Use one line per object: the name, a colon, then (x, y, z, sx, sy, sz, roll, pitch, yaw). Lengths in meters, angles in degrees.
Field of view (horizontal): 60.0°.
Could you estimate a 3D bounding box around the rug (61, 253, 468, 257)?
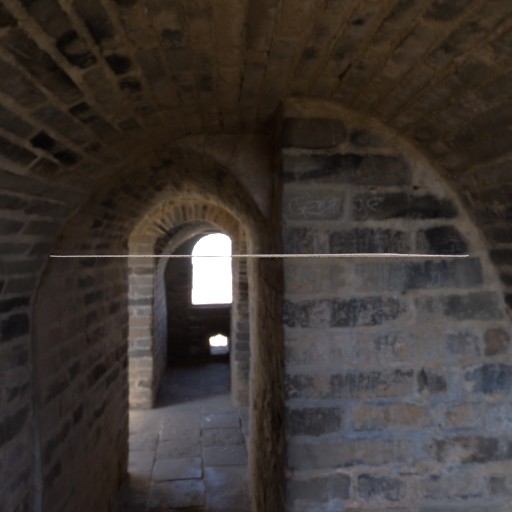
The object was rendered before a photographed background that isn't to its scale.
rug: (0.000, 0.000, 2.302, 1.813, 0.008, 1.223, 0, 0, 36)
